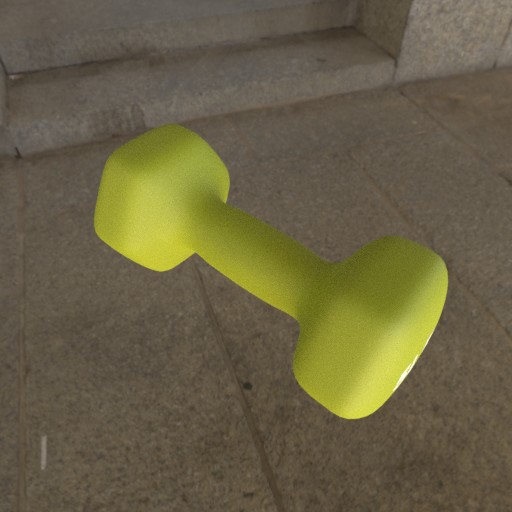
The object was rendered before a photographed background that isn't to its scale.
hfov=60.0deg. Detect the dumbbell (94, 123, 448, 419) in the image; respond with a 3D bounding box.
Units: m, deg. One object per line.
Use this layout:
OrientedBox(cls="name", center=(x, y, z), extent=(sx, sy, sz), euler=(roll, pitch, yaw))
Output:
OrientedBox(cls="dumbbell", center=(0.000, 0.000, 0.208), extent=(0.164, 0.072, 0.080), euler=(32, 55, 27))
